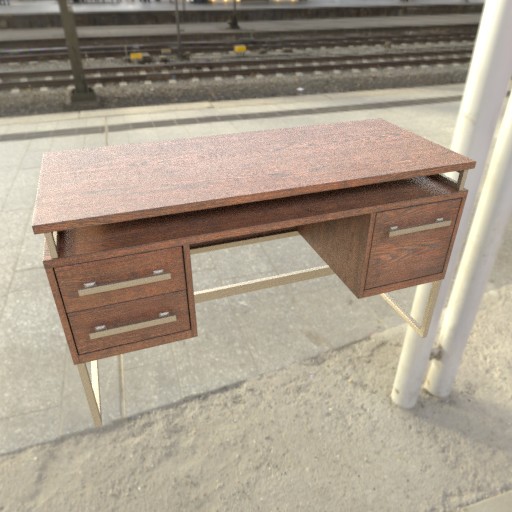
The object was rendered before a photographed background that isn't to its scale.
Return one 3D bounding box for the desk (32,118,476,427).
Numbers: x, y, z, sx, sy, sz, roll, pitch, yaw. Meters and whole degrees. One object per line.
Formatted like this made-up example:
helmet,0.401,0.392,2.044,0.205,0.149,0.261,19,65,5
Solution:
desk,0.000,0.000,1.733,1.384,0.792,0.610,-11,34,-16
